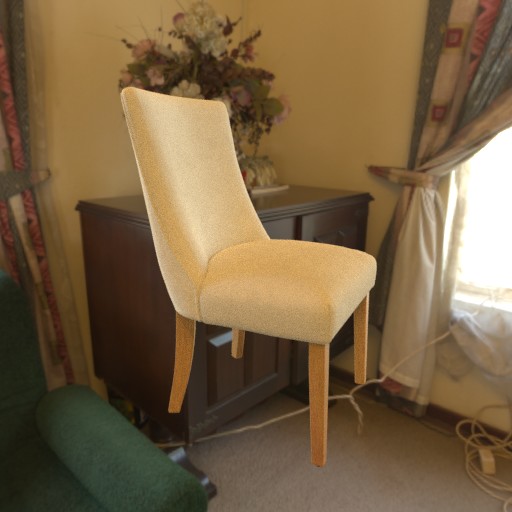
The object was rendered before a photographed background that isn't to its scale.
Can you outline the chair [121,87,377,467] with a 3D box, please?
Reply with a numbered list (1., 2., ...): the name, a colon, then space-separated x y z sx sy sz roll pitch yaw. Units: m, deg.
1. chair: 0.000 0.000 1.282 0.610 0.902 0.495 7 16 26
